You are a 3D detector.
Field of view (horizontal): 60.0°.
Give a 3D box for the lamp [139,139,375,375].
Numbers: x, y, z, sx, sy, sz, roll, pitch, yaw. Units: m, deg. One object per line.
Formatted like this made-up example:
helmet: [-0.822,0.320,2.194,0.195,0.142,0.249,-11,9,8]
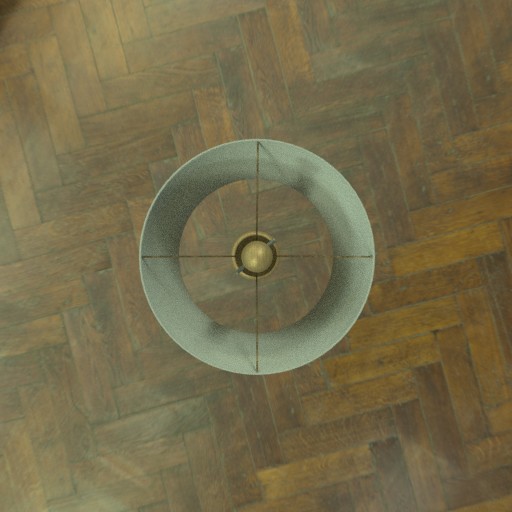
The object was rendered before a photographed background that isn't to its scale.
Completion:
lamp: [0.000,0.000,0.746,0.250,0.597,0.250,0,90,0]
